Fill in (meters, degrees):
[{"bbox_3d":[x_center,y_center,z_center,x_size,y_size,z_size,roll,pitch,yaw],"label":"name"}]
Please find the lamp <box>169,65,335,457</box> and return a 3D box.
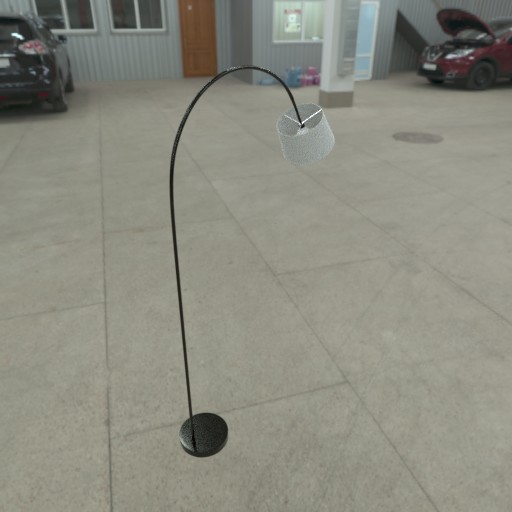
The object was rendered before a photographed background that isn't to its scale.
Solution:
[{"bbox_3d":[0.000,0.000,2.640,0.331,2.104,1.363,20,34,32],"label":"lamp"}]
